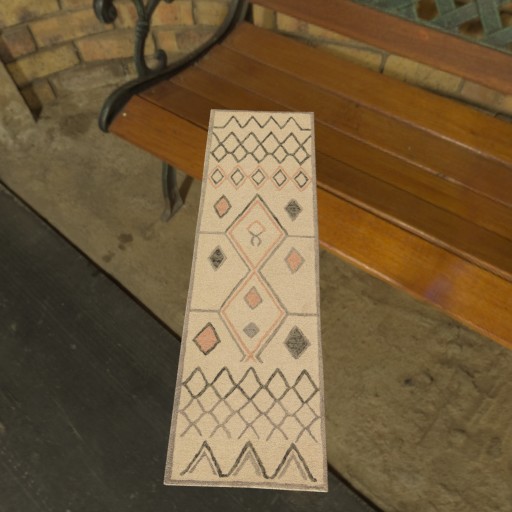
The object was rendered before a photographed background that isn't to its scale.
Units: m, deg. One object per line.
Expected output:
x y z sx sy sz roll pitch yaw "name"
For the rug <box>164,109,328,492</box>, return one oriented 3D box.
0.000 0.000 2.619 0.750 0.011 2.435 2 60 1 "rug"
